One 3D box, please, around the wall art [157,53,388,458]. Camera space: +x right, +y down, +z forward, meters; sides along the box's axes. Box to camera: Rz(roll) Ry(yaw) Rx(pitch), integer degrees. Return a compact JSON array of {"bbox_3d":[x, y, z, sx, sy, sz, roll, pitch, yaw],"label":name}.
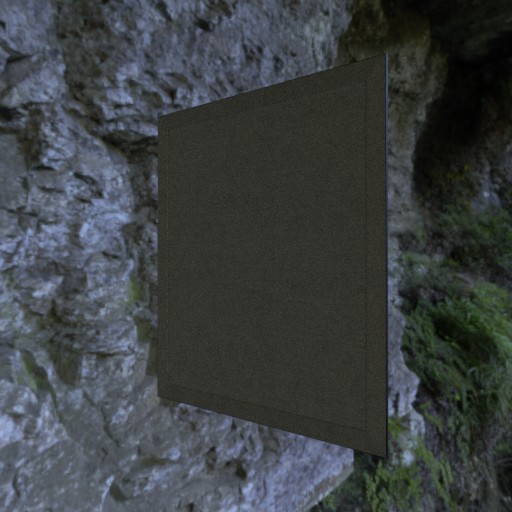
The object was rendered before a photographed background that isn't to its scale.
[{"bbox_3d":[0.000,0.000,0.621,0.381,0.457,0.023,0,0,36],"label":"wall art"}]
